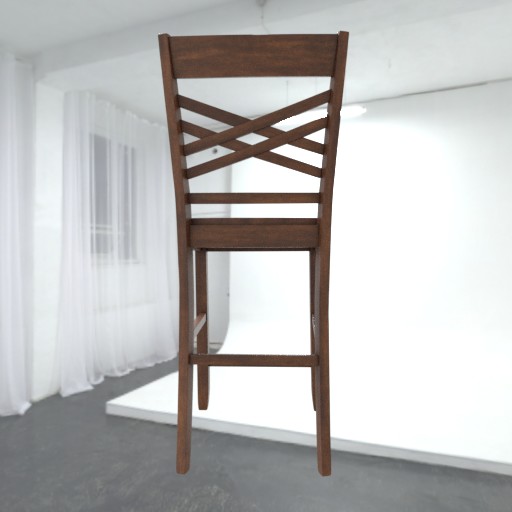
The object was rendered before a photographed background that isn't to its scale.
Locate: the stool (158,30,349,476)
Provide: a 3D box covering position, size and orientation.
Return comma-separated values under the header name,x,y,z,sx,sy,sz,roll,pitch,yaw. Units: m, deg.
name,x,y,z,sx,sy,sz,roll,pitch,yaw
stool,0.000,0.000,1.318,0.462,1.079,0.539,0,-1,2
